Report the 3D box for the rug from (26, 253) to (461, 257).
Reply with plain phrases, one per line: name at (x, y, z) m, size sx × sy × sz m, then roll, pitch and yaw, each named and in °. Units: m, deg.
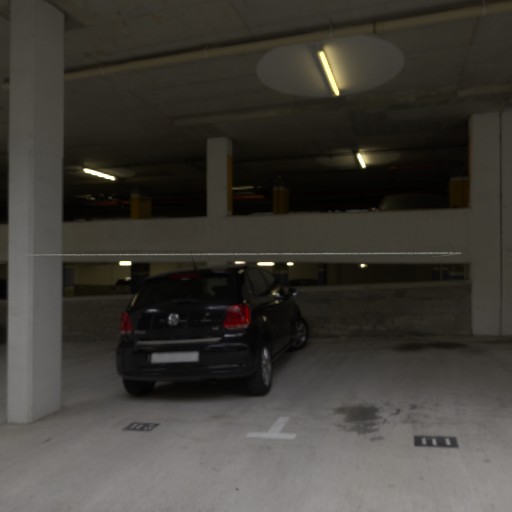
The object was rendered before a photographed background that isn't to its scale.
rug at (0.000, 0.000, 2.907) m, size 2.289 × 0.006 × 1.523 m, roll 0°, pitch -1°, yaw 18°
